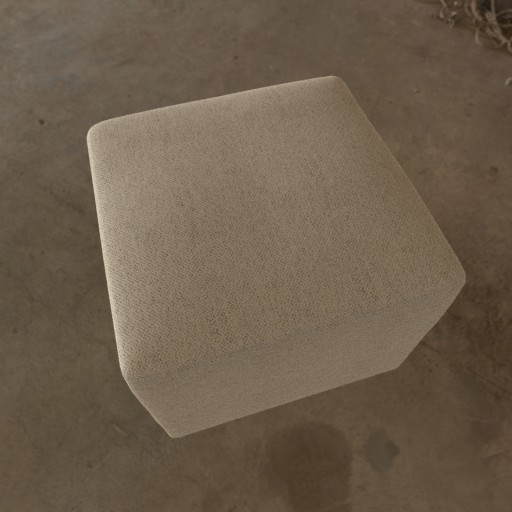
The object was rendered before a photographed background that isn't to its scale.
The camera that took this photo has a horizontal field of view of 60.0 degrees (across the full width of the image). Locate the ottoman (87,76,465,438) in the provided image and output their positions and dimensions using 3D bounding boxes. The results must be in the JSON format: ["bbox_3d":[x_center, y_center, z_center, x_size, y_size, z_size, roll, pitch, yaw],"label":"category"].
[{"bbox_3d":[0.000,0.000,0.892,0.521,0.453,0.512,-15,59,-9],"label":"ottoman"}]
